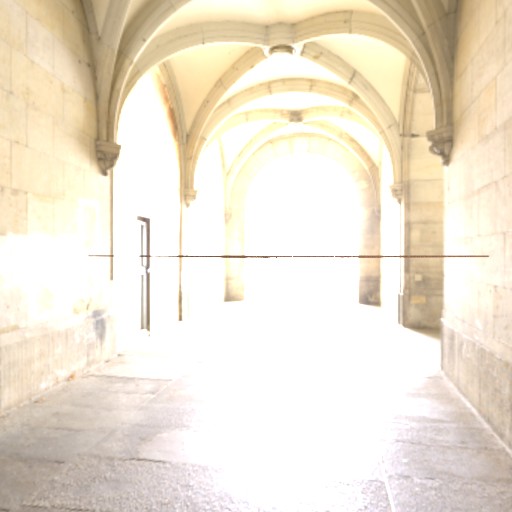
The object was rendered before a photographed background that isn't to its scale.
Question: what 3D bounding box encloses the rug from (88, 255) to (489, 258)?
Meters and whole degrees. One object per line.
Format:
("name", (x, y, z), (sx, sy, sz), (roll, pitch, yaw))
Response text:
("rug", (0.000, 0.000, 2.337), (1.219, 0.008, 1.829), (0, 0, -36))
